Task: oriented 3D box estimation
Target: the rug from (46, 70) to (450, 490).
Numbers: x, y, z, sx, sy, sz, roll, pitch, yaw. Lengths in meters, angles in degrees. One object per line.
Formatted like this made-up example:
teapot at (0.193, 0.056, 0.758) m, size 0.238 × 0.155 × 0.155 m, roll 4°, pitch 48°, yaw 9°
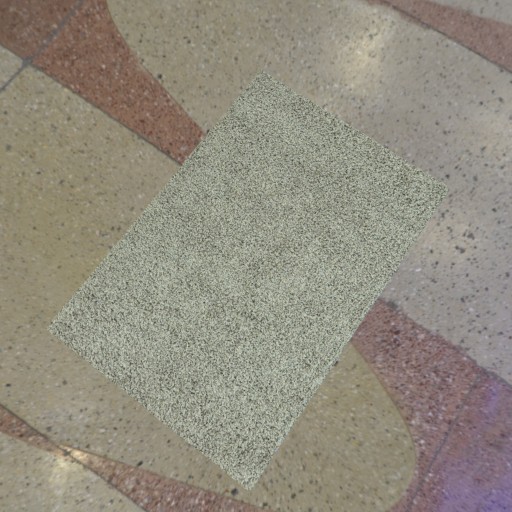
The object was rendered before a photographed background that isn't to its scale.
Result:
rug at (0.000, 0.000, 2.225) m, size 1.219 × 0.030 × 1.778 m, roll 35°, pitch 78°, yaw 8°
